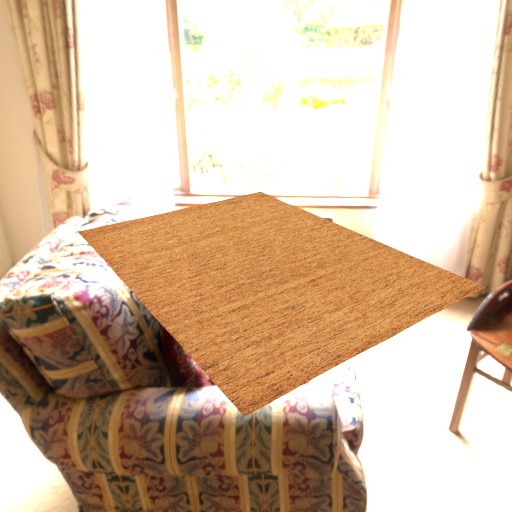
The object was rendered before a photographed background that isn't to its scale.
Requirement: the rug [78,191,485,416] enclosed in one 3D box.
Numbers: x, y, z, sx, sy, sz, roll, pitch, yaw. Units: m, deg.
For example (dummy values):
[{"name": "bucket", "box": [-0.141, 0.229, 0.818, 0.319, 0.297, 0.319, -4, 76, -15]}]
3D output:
[{"name": "rug", "box": [0.000, 0.000, 4.242, 2.438, 0.012, 3.200, -17, 31, -31]}]
